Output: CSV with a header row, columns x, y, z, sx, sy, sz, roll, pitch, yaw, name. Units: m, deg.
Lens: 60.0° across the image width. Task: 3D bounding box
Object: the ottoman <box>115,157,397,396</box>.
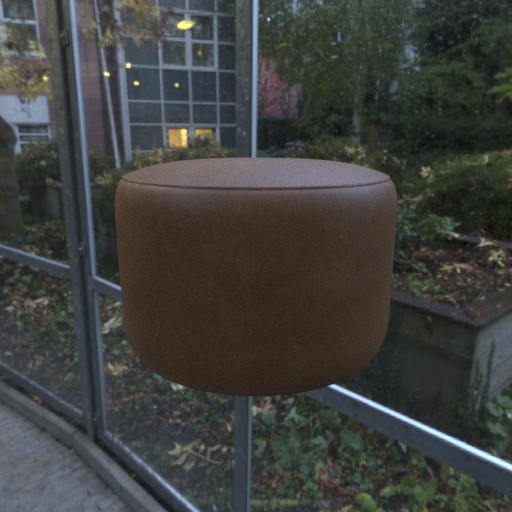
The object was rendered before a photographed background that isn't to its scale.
x,y,z,sx,sy,sz,roll,pitch,yaw,name
0.000,0.000,1.026,0.607,0.438,0.607,0,15,0,ottoman
